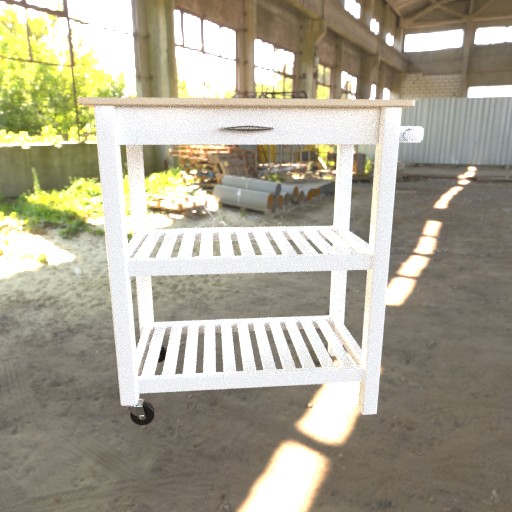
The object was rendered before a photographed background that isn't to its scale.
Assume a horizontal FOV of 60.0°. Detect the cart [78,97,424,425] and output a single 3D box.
[{"bbox_3d":[0.000,0.000,1.431,0.899,0.927,0.457,-1,15,-5],"label":"cart"}]
